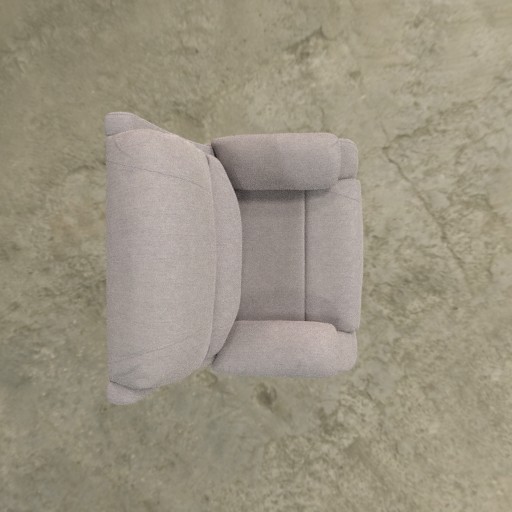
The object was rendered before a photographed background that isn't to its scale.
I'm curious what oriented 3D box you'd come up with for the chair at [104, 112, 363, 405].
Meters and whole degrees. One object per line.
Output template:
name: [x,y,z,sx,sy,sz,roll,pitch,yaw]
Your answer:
chair: [0.000,0.000,1.705,0.899,1.011,0.930,0,91,-1]
